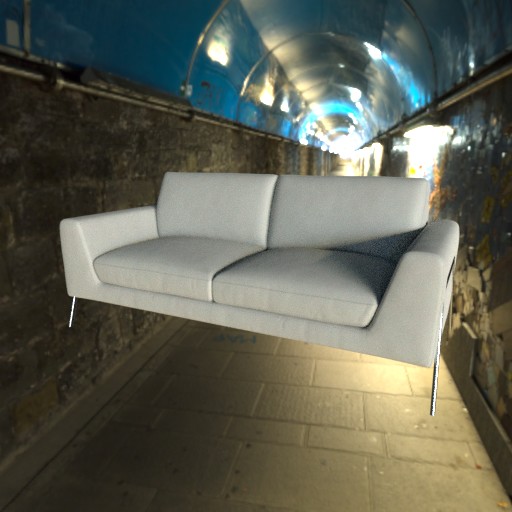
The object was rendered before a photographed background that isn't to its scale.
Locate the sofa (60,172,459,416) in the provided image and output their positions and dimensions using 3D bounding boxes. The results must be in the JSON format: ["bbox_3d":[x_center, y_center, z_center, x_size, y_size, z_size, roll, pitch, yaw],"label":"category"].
[{"bbox_3d":[0.000,0.000,2.463,2.017,0.875,0.953,7,15,26],"label":"sofa"}]
